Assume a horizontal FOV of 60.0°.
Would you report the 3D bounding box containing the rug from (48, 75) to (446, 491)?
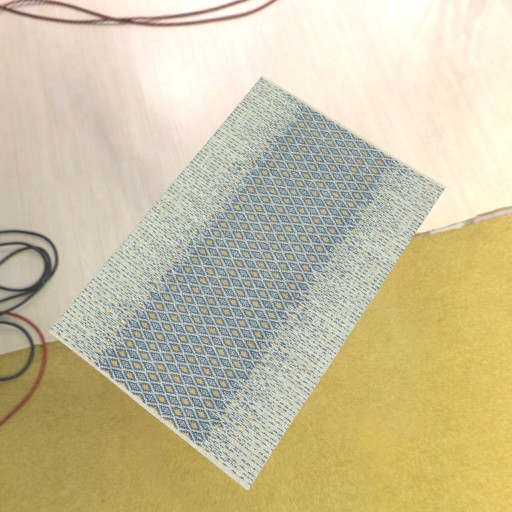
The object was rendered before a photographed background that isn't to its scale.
[{"bbox_3d":[0.000,0.000,2.291,1.219,0.005,1.828,35,77,9],"label":"rug"}]
